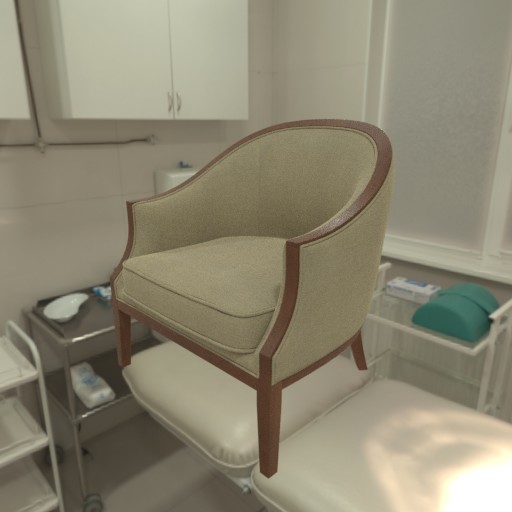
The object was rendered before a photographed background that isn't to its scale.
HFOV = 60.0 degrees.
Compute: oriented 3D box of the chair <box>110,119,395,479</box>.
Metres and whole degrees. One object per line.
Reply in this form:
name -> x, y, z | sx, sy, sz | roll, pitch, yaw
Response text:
chair -> 0.000, 0.000, 1.478 | 0.735, 0.876, 0.803 | -16, 23, -42
